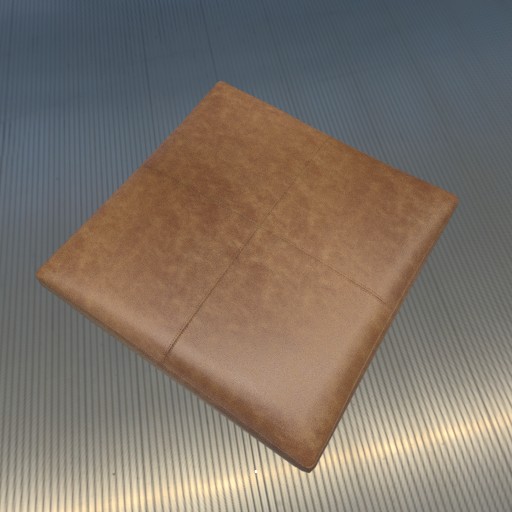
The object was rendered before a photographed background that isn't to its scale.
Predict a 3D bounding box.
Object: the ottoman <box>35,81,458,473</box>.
[{"bbox_3d":[0.000,0.000,1.818,1.168,0.483,1.169,31,68,14],"label":"ottoman"}]
